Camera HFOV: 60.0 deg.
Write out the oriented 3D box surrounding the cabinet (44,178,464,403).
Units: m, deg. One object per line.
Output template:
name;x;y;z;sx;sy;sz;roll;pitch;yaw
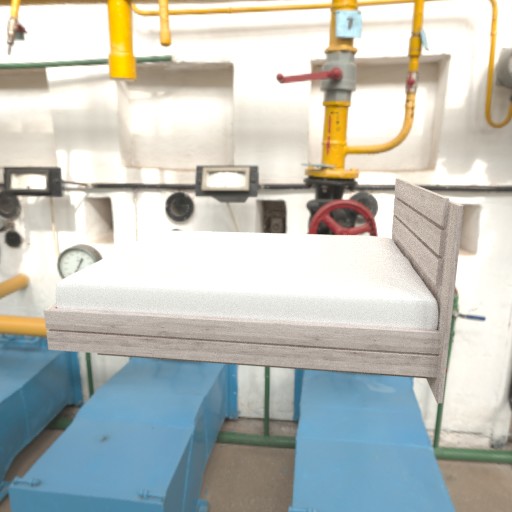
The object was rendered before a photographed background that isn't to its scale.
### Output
cabinet;0.000;0.000;3.013;2.080;0.970;1.750;2;14;8
